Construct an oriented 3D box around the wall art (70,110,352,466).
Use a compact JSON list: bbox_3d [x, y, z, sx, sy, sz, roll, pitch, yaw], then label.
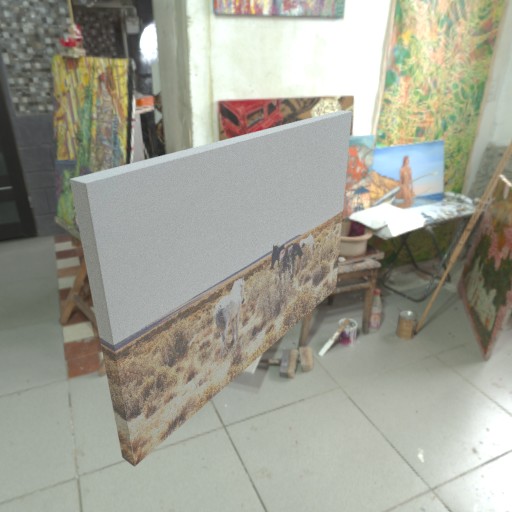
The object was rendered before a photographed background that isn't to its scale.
[{"bbox_3d":[0.000,0.000,1.413,0.051,0.761,1.138,18,31,32],"label":"wall art"}]
